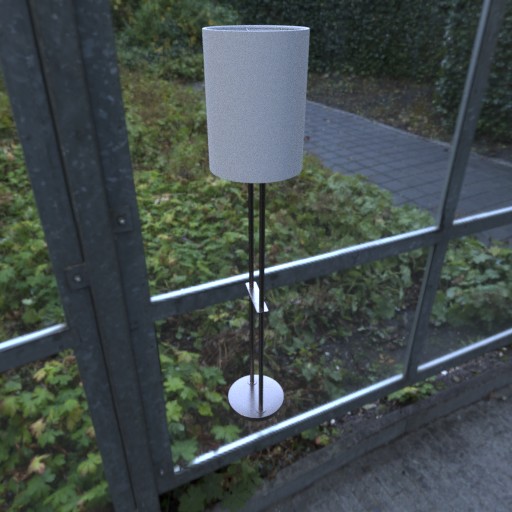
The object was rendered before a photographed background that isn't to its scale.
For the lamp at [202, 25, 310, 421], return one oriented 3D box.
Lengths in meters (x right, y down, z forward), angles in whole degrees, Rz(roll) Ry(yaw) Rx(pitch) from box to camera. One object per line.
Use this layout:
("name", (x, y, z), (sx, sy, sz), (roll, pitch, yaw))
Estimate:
("lamp", (0.000, 0.000, 1.637), (0.305, 1.500, 0.306), (-7, 31, -12))
